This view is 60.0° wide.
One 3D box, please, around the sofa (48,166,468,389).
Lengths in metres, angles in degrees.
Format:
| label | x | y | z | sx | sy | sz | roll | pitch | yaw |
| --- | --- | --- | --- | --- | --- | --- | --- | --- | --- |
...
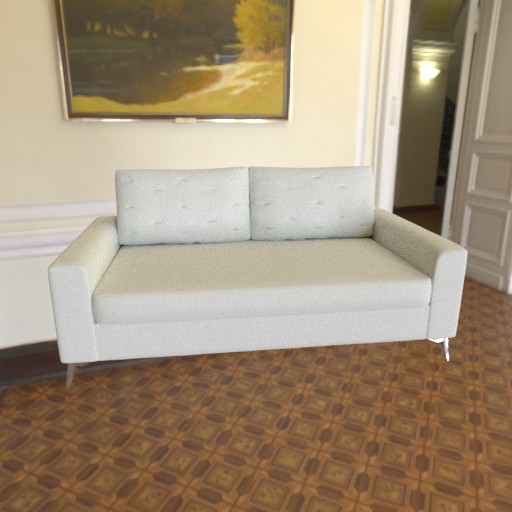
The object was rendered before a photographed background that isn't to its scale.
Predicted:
| label | x | y | z | sx | sy | sz | roll | pitch | yaw |
| --- | --- | --- | --- | --- | --- | --- | --- | --- | --- |
| sofa | 0.000 | 0.000 | 2.133 | 1.650 | 0.790 | 0.920 | -2 | 17 | -7 |
